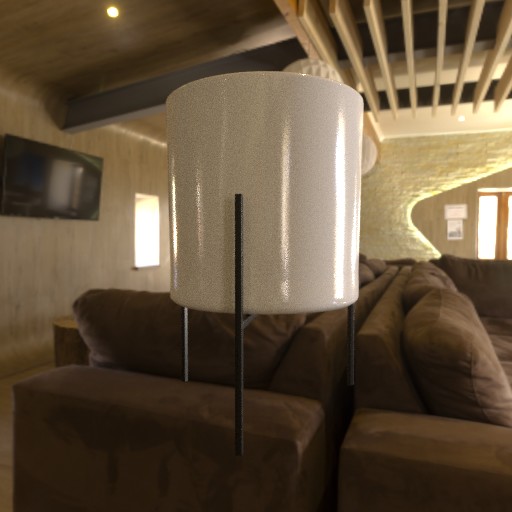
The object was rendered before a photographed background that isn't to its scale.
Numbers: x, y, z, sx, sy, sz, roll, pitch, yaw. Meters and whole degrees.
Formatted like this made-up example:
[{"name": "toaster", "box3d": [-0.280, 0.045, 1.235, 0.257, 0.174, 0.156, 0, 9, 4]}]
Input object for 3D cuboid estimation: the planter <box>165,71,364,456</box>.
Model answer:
[{"name": "planter", "box3d": [0.000, 0.000, 0.655, 0.308, 0.431, 0.307, 1, 2, 36]}]
